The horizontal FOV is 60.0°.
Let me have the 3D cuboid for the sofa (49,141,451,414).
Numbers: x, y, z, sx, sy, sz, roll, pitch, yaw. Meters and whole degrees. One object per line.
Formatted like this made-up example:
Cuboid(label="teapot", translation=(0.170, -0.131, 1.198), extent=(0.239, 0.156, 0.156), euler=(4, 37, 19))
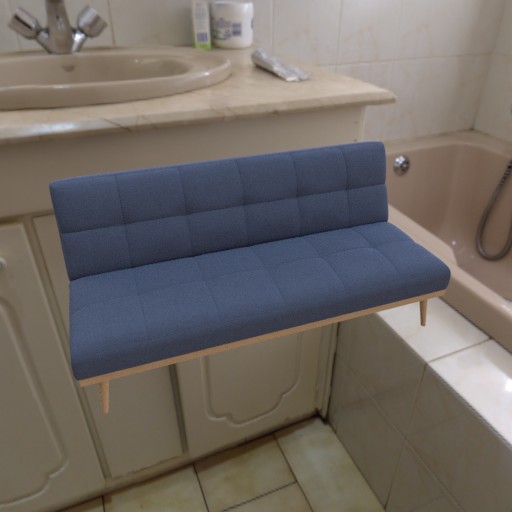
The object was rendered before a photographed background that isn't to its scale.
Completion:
Cuboid(label="sofa", translation=(0.000, 0.000, 2.216), extent=(1.800, 0.800, 0.796), euler=(-11, 33, -17))
